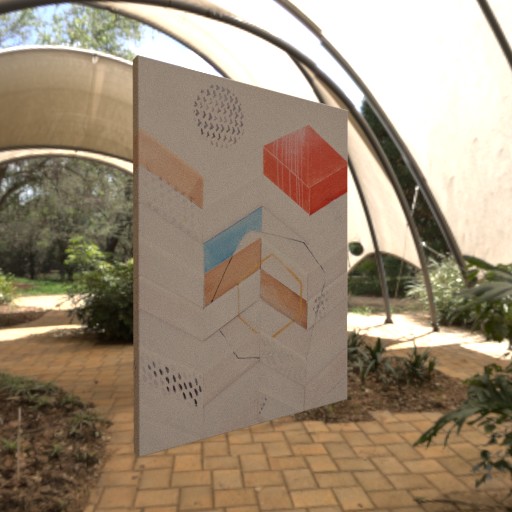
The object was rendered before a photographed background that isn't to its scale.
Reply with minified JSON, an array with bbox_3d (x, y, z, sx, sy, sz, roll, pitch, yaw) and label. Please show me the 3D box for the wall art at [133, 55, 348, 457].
[{"bbox_3d":[0.000,0.000,1.352,0.759,1.014,0.045,0,1,-35],"label":"wall art"}]
